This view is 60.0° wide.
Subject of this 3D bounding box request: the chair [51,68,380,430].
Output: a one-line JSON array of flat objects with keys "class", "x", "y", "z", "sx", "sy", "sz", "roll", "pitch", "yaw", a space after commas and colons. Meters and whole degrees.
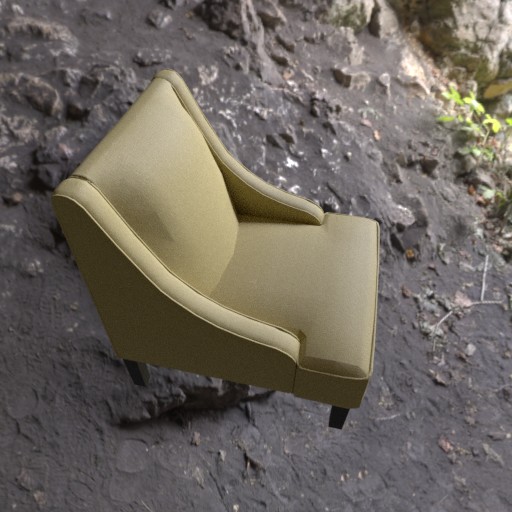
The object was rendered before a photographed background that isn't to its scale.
[{"class": "chair", "x": 0.000, "y": 0.000, "z": 1.465, "sx": 0.814, "sy": 0.896, "sz": 0.696, "roll": 9, "pitch": 47, "yaw": 9}]
